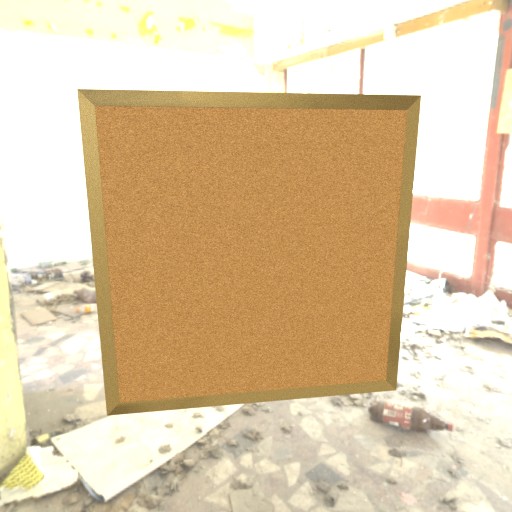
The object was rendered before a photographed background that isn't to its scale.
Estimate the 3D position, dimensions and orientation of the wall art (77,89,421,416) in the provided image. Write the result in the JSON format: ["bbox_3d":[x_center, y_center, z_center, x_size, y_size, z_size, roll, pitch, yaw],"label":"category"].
[{"bbox_3d":[0.000,0.000,0.443,0.304,0.305,0.038,-2,14,-9],"label":"wall art"}]
